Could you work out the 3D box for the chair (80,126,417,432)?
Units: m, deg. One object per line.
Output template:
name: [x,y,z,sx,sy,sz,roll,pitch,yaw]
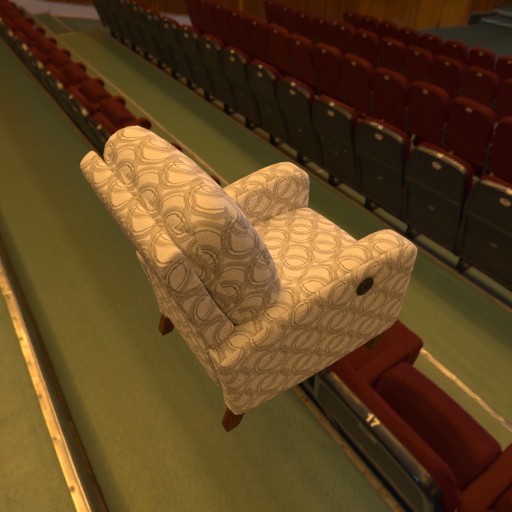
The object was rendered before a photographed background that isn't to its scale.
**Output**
chair: [0.000,0.000,1.767,0.995,1.065,0.796,-24,47,-25]
